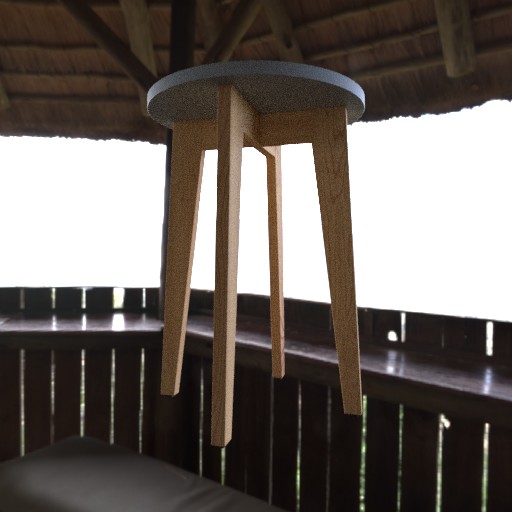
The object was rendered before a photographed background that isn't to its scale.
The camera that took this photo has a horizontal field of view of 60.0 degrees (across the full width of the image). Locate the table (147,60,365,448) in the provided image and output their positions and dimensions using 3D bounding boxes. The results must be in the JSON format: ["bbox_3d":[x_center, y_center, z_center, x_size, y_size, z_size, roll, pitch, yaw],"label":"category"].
[{"bbox_3d":[0.000,0.000,0.739,0.350,0.500,0.350,0,1,0],"label":"table"}]
